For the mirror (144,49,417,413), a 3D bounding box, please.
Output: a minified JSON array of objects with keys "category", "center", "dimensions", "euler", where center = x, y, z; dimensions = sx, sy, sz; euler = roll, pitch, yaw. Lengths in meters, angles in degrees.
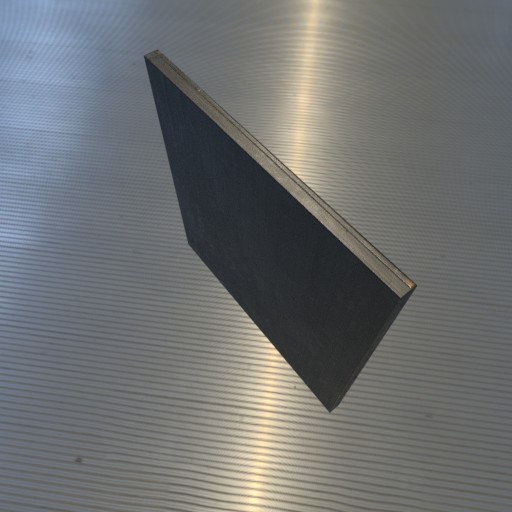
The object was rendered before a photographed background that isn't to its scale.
[{"category":"mirror","center":[0.000,0.000,0.578],"dimensions":[0.020,0.381,0.382],"euler":[-34,64,-19]}]
